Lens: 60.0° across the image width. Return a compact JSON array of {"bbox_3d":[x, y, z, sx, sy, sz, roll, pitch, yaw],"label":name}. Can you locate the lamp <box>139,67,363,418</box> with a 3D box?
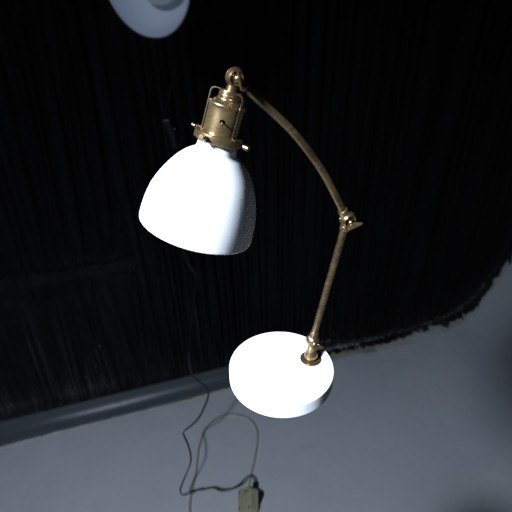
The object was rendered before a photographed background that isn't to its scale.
[{"bbox_3d":[0.000,0.000,0.659,0.317,0.522,0.186,-9,32,-14],"label":"lamp"}]
